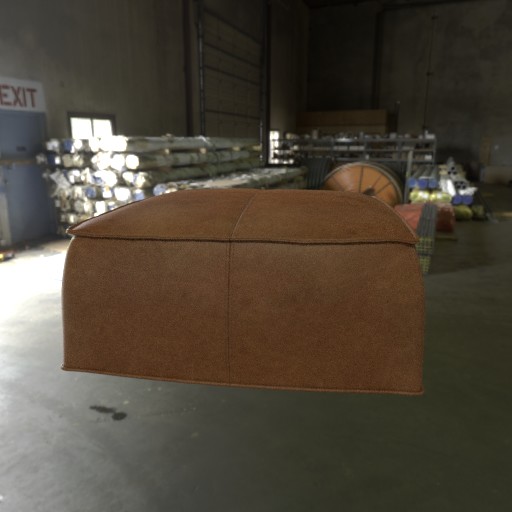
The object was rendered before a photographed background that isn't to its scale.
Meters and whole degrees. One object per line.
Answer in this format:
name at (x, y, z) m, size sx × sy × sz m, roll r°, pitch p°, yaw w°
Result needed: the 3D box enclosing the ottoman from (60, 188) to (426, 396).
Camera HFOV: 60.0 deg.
ottoman at (0.000, 0.000, 1.392) m, size 0.902 × 0.395 × 0.901 m, roll 2°, pitch 15°, yaw 7°
